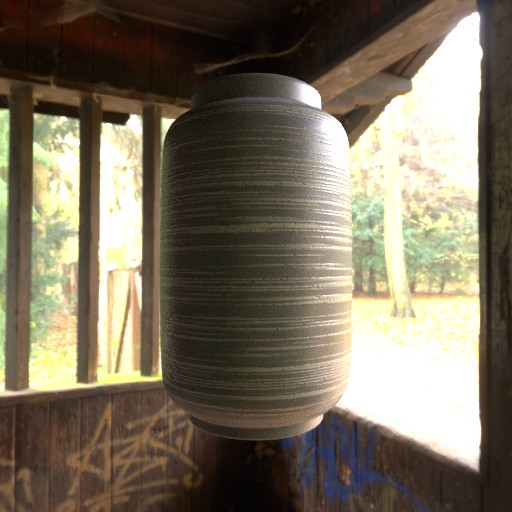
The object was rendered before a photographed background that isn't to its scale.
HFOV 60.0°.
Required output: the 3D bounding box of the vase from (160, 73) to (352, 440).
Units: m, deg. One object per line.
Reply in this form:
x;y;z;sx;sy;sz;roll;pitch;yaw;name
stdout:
0.000;0.000;0.700;0.297;0.499;0.297;0;-1;0;vase
